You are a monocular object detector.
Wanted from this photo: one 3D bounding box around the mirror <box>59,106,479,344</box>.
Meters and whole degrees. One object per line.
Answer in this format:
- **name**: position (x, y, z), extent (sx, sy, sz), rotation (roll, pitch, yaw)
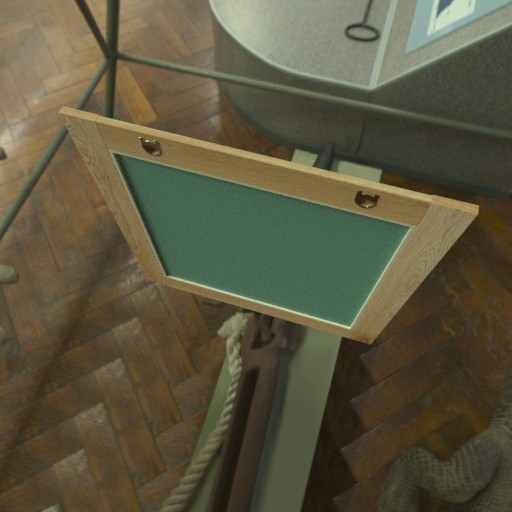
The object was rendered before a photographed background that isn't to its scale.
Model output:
- **mirror**: position (0.000, 0.000, 1.170), extent (0.800, 0.800, 0.020), rotation (15, 64, 8)
